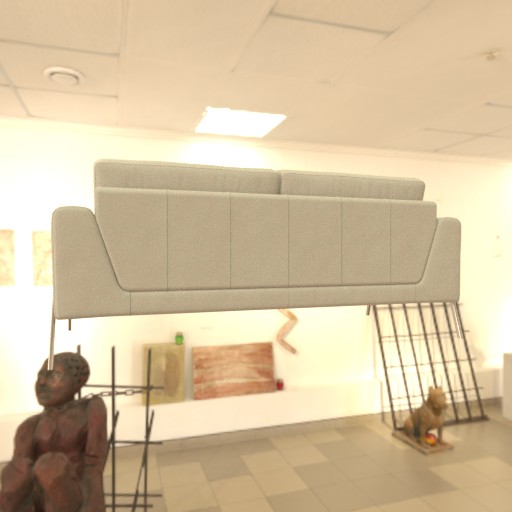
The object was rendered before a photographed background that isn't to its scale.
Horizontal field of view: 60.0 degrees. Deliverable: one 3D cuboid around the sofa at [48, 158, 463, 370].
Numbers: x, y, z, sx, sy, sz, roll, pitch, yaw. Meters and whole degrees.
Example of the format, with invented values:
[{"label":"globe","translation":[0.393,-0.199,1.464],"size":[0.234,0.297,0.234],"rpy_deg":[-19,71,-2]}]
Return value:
[{"label":"sofa","translation":[0.000,0.000,2.480],"size":[2.017,0.875,0.953],"rpy_deg":[0,1,-18]}]
